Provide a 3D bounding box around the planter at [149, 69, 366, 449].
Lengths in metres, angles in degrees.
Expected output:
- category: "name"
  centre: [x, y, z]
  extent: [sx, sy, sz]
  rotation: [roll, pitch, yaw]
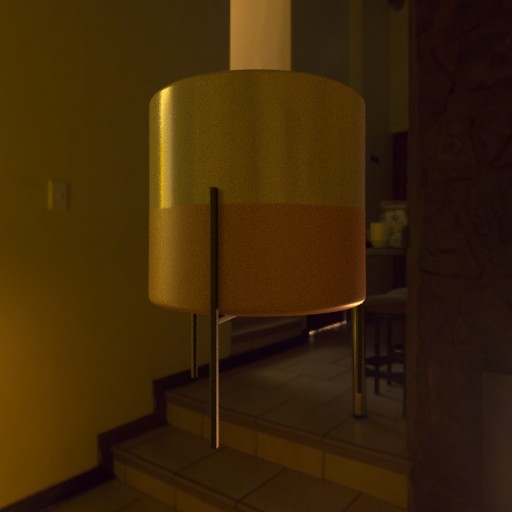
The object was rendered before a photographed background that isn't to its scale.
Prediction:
- category: "planter"
  centre: [0.000, 0.000, 0.725]
  extent: [0.348, 0.480, 0.360]
  rotation: [0, 1, 17]
